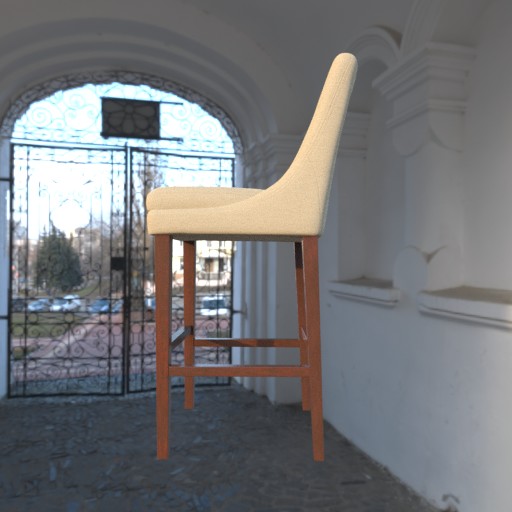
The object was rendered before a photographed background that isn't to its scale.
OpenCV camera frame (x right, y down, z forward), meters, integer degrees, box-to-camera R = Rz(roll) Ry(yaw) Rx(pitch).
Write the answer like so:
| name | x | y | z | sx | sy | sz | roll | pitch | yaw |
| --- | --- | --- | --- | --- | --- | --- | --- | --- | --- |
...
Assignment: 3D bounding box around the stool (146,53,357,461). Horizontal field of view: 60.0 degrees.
| name | x | y | z | sx | sy | sz | roll | pitch | yaw |
| --- | --- | --- | --- | --- | --- | --- | --- | --- | --- |
| stool | 0.000 | 0.000 | 1.375 | 0.577 | 1.078 | 0.470 | 0 | 0 | 2 |
